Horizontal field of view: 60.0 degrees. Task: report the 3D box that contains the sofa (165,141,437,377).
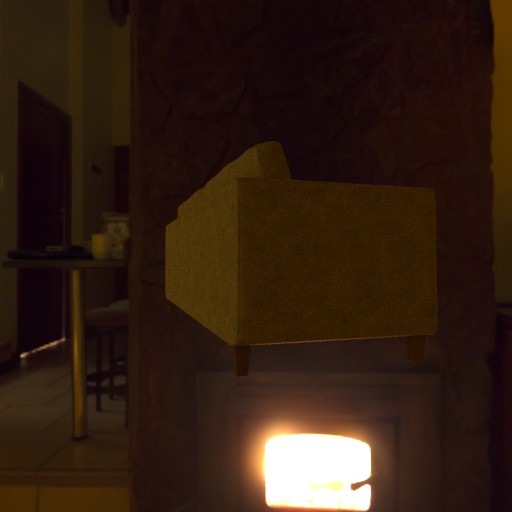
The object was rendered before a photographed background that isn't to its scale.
[{"bbox_3d":[0.000,0.000,2.929,0.951,0.965,2.434,0,-1,-17],"label":"sofa"}]
